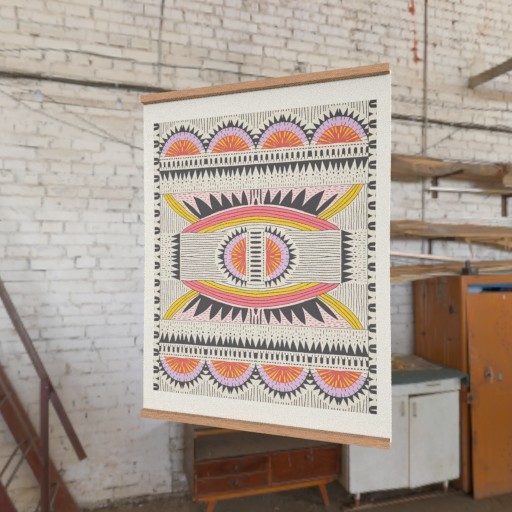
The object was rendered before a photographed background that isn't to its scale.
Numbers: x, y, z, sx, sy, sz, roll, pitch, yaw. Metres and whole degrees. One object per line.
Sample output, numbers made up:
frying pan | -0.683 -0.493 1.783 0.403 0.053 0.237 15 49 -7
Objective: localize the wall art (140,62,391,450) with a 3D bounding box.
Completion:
wall art | 0.000 0.000 0.782 0.456 0.609 0.028 0 0 18
